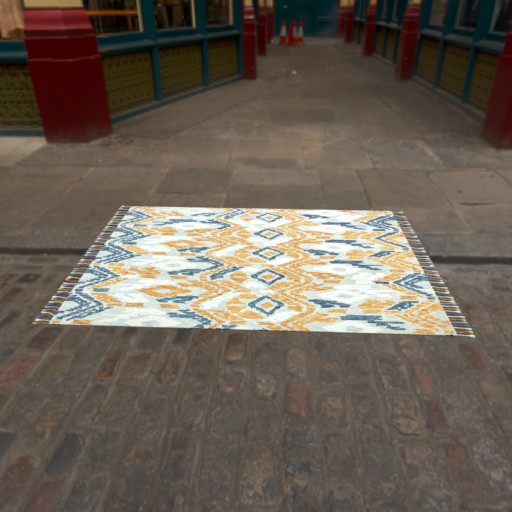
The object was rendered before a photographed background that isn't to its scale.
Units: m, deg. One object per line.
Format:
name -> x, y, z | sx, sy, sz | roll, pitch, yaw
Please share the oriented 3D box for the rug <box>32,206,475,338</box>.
rug -> 0.000, 0.000, 2.344 | 1.827, 0.008, 1.230 | 1, 30, 2
